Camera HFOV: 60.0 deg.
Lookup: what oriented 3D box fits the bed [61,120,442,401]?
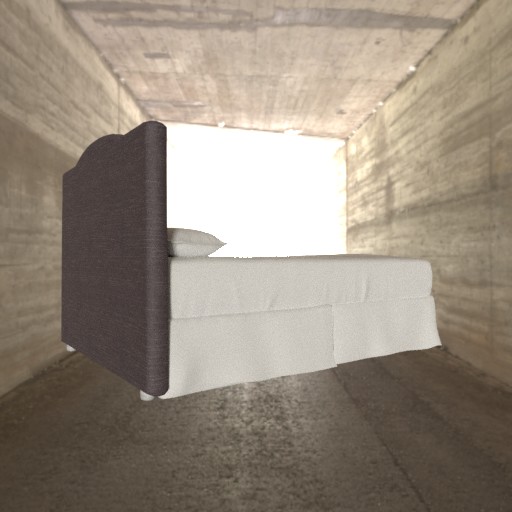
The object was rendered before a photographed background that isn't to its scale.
[{"bbox_3d":[0.000,0.000,3.493,2.507,1.441,1.741,0,-1,-36],"label":"bed"}]
